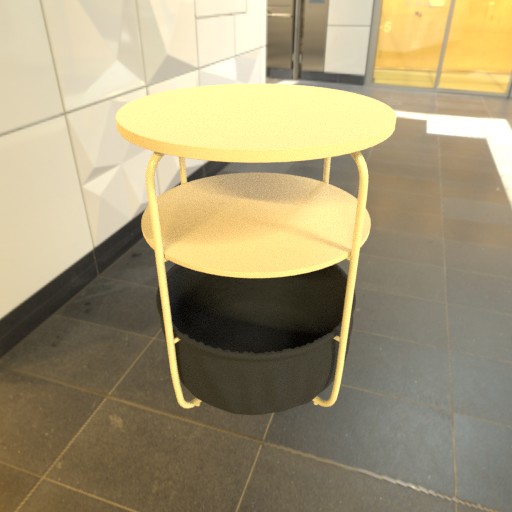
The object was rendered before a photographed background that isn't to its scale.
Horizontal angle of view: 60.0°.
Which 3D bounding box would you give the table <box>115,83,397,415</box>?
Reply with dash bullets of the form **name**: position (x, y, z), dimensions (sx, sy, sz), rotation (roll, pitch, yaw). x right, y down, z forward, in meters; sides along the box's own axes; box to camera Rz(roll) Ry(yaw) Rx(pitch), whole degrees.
- **table**: position (0.000, 0.000, 0.820), dimensions (0.418, 0.532, 0.418), rotation (0, 31, -1)
